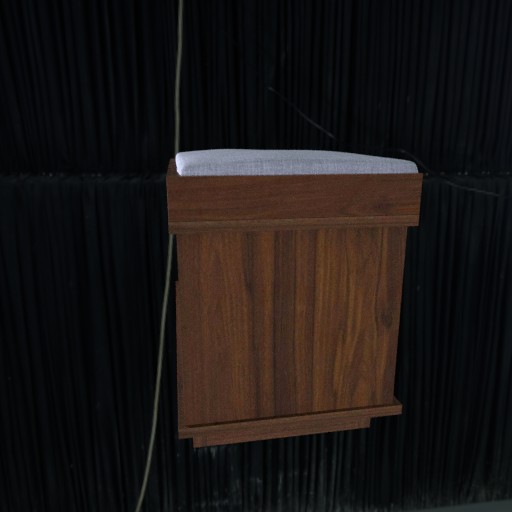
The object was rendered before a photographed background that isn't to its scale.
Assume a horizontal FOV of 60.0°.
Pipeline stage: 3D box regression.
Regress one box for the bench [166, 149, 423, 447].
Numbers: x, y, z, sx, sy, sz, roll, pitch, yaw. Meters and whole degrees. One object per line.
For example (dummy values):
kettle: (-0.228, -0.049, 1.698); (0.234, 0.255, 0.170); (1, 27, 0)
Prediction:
bench: (0.000, 0.000, 0.987); (0.362, 0.461, 0.734); (-3, 14, -10)
